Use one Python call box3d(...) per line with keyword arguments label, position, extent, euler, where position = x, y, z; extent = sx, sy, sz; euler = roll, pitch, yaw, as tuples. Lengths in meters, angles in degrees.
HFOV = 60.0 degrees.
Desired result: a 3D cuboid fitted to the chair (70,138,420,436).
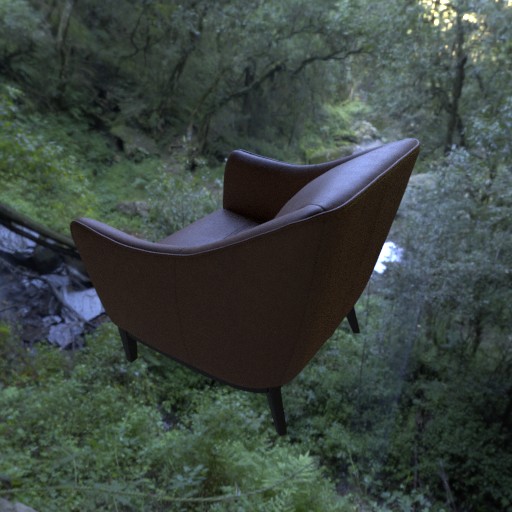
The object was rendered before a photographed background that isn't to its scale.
box3d(label="chair", position=(0.000, 0.000, 1.560), extent=(0.852, 0.830, 0.871), euler=(20, 36, 29))
